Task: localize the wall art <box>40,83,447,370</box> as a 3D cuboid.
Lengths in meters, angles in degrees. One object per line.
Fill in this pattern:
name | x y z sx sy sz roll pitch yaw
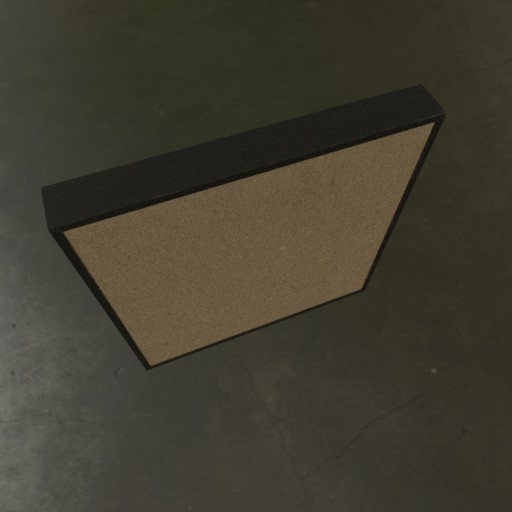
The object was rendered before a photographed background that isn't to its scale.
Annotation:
wall art | 0.000 0.000 0.455 0.305 0.305 0.038 -18 60 -11
